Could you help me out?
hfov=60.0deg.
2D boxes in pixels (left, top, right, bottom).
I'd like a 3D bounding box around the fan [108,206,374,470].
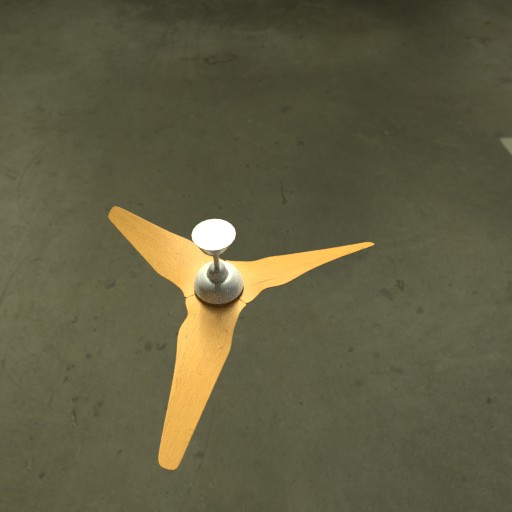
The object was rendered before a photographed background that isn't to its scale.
[{"bbox_3d":[0.000,0.000,1.631,1.010,0.355,1.142,-16,50,-14],"label":"fan"}]
